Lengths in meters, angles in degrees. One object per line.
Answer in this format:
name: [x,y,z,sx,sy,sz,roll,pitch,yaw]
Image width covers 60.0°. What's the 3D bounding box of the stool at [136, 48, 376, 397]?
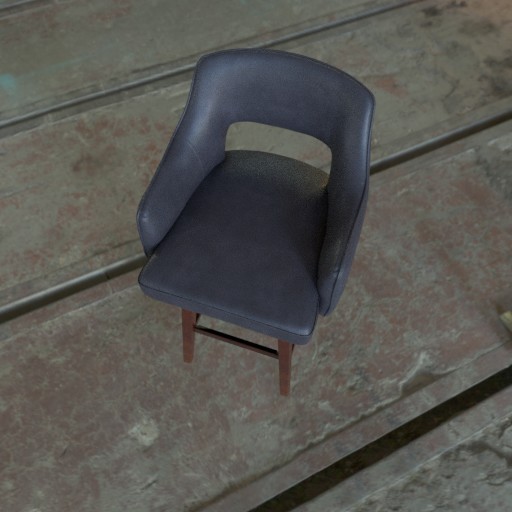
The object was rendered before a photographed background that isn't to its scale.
stool: [0.000,0.000,1.370,0.550,1.041,0.560,16,61,9]
